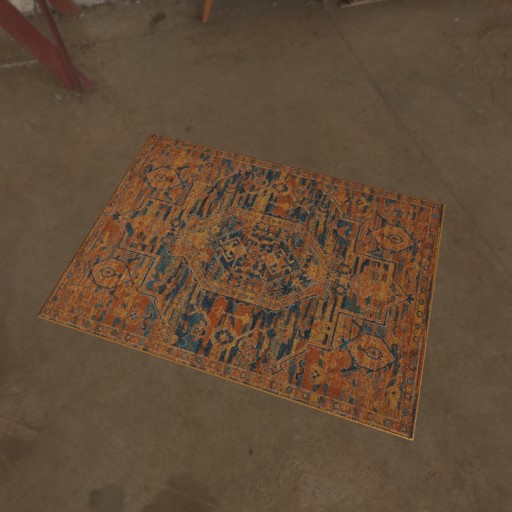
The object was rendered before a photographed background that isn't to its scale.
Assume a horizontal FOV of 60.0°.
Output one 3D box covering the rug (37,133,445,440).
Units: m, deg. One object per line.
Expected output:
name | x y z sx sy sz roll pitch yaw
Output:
rug | 0.000 0.000 2.819 2.204 0.024 1.588 16 60 9
